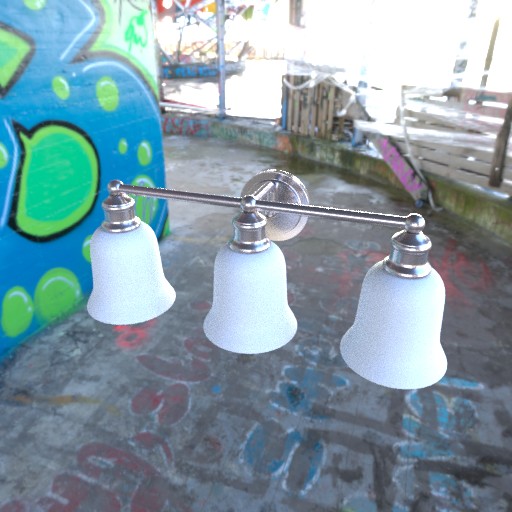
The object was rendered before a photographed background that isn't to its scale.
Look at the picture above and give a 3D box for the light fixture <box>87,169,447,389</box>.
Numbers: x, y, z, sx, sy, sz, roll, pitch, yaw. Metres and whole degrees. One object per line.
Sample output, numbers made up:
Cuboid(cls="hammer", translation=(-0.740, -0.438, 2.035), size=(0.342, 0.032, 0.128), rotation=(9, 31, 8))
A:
Cuboid(cls="light fixture", translation=(0.000, 0.000, 0.664), size=(0.570, 0.211, 0.198), rotation=(9, 28, 17))
